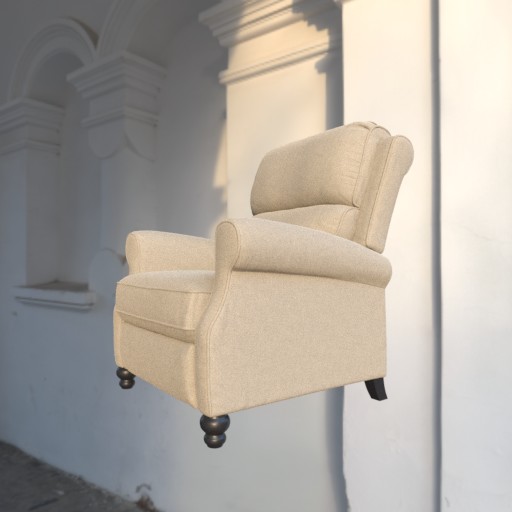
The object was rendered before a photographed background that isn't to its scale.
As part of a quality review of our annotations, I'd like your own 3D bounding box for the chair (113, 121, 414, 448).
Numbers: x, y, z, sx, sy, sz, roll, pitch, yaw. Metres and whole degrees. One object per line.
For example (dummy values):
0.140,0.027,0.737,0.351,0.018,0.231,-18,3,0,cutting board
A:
0.000,0.000,1.720,0.919,1.046,0.859,0,-1,-36,chair
